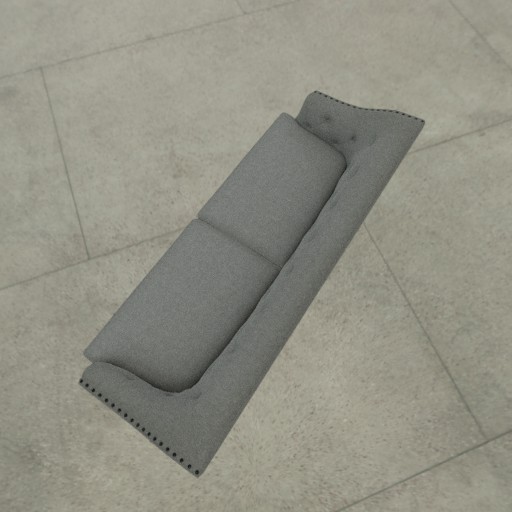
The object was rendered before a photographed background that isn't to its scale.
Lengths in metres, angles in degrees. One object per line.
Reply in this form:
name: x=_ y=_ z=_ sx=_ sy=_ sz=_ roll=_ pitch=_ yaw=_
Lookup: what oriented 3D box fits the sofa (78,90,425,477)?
sofa: x=0.000 y=0.000 z=2.643 sx=0.914 sy=0.901 sz=2.235 roll=31 pitch=68 yaw=14
